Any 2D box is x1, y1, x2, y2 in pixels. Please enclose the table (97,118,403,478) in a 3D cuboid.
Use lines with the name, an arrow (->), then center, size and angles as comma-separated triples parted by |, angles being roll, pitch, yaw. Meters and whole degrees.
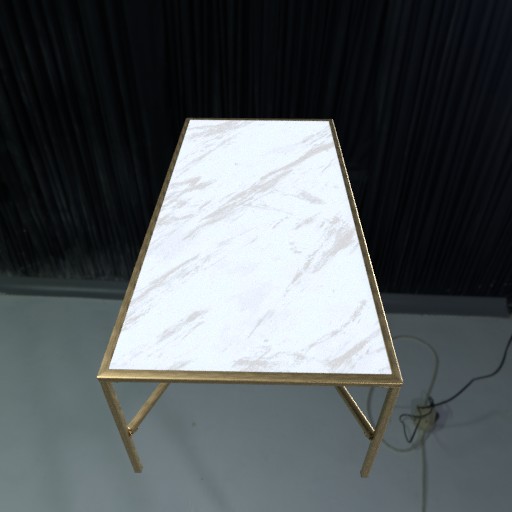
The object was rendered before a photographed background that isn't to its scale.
table -> 0.000, 0.000, 1.417 | 0.577, 0.405, 1.197 | 1, 40, 1
